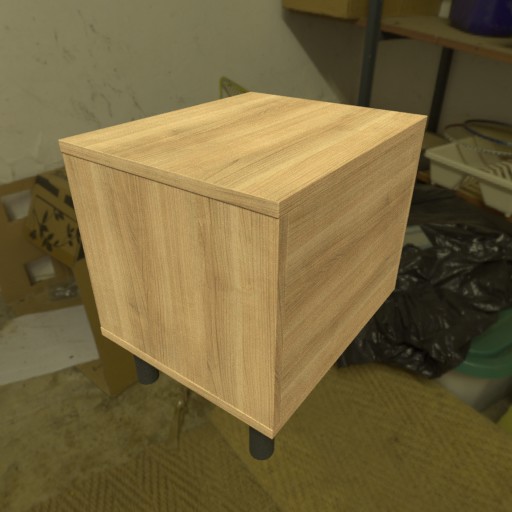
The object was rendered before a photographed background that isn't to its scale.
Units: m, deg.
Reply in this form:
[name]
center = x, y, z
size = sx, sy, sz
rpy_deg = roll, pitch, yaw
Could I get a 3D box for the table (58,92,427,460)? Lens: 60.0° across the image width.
[table]
center = 0.000, 0.000, 0.793
size = 0.380, 0.460, 0.445
rpy_deg = 20, 36, 31
